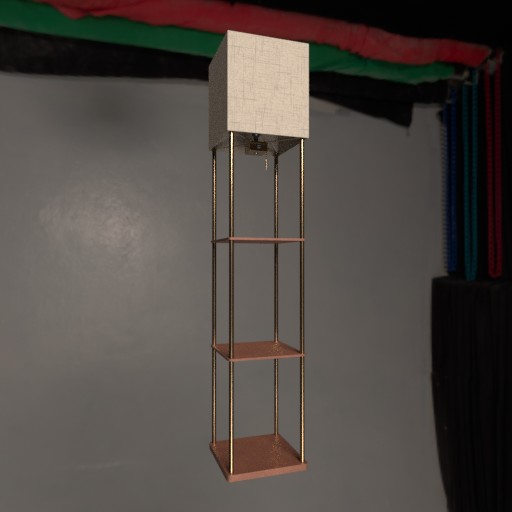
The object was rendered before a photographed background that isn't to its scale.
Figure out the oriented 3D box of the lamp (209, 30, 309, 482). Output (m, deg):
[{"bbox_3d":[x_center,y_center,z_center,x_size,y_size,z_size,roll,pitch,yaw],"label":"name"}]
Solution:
[{"bbox_3d":[0.000,0.000,1.729,0.310,1.569,0.308,0,-1,-18],"label":"lamp"}]
